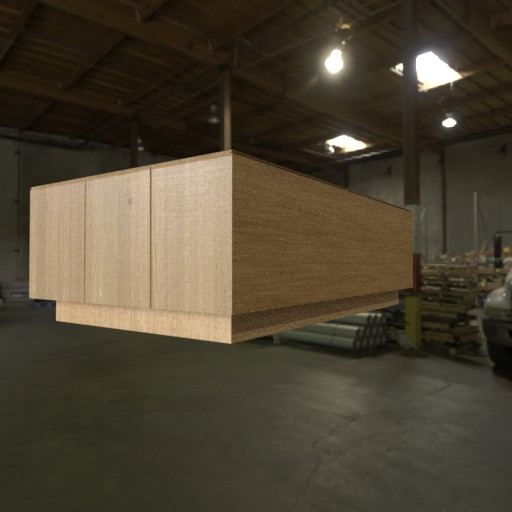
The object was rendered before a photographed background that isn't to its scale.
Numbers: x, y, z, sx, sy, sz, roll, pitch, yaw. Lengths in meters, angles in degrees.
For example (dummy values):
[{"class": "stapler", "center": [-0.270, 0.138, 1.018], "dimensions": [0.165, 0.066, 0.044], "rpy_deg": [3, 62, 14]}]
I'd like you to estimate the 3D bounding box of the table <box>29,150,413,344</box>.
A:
[{"class": "table", "center": [0.000, 0.000, 1.427], "dimensions": [0.678, 0.353, 1.110], "rpy_deg": [-1, -1, 35]}]
